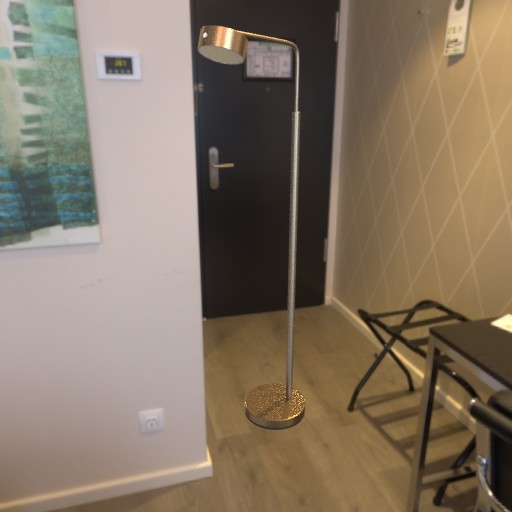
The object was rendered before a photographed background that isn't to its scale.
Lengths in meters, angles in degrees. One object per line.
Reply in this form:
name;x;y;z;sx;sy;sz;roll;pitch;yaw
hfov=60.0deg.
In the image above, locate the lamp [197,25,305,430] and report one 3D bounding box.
lamp;0.000;0.000;1.371;0.219;1.230;0.418;16;24;41
